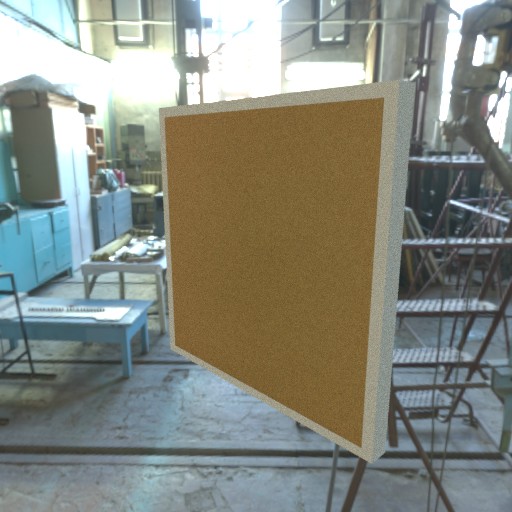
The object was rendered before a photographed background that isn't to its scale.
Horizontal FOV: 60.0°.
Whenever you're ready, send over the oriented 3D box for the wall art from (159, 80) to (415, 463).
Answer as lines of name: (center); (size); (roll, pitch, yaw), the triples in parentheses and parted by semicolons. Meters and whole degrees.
wall art: (0.000, 0.000, 0.753); (0.035, 0.507, 0.508); (-13, 19, -42)
